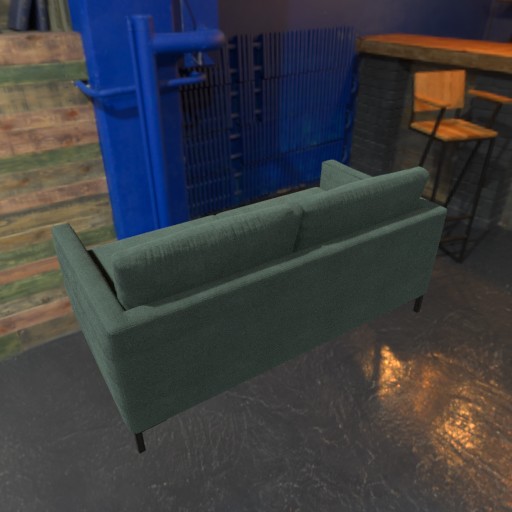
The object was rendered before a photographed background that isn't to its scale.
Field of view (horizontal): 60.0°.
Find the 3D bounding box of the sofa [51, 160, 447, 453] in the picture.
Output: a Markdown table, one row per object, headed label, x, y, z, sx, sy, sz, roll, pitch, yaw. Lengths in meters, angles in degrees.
| label | x | y | z | sx | sy | sz | roll | pitch | yaw |
| --- | --- | --- | --- | --- | --- | --- | --- | --- | --- |
| sofa | 0.000 | 0.000 | 2.164 | 1.676 | 0.817 | 0.875 | -19 | 36 | -28 |
